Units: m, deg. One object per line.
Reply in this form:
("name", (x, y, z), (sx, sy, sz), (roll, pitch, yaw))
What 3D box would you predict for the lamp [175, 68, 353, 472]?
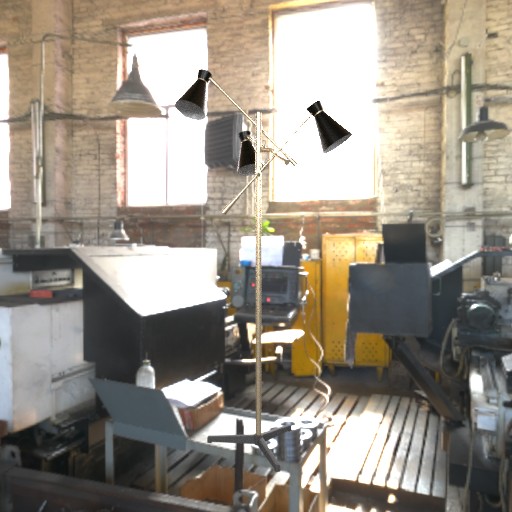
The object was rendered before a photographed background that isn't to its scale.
("lamp", (0.000, 0.000, 2.153), (0.750, 1.804, 0.653), (0, 1, -19))
